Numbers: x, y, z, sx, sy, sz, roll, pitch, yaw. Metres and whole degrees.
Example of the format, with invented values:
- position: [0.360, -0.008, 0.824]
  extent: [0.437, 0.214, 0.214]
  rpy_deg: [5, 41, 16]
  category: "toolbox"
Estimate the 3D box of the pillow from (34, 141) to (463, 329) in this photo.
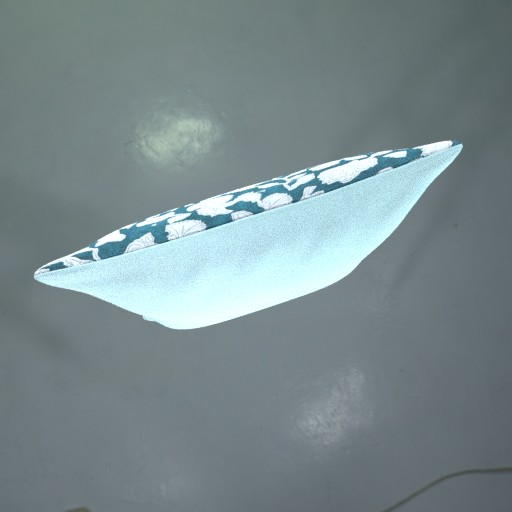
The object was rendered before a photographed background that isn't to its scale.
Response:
- position: [0.000, 0.000, 0.758]
  extent: [0.525, 0.508, 0.166]
  rpy_deg: [-18, 77, -4]
  category: "pillow"
